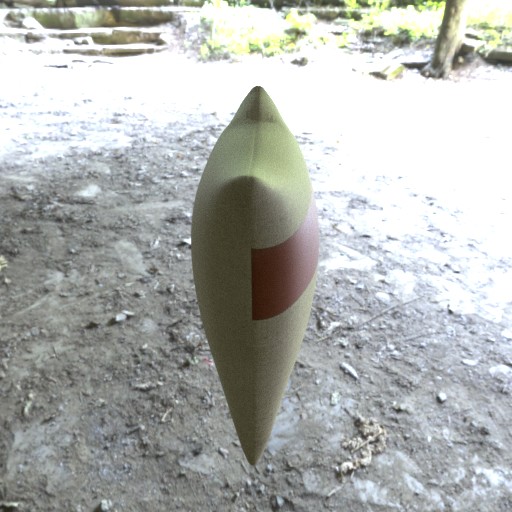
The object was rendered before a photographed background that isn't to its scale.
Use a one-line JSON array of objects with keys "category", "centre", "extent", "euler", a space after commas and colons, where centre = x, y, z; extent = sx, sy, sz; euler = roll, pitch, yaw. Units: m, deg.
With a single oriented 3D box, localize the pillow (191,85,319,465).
[{"category": "pillow", "centre": [0.000, 0.000, 0.646], "extent": [0.173, 0.399, 0.414], "euler": [1, 31, 1]}]
